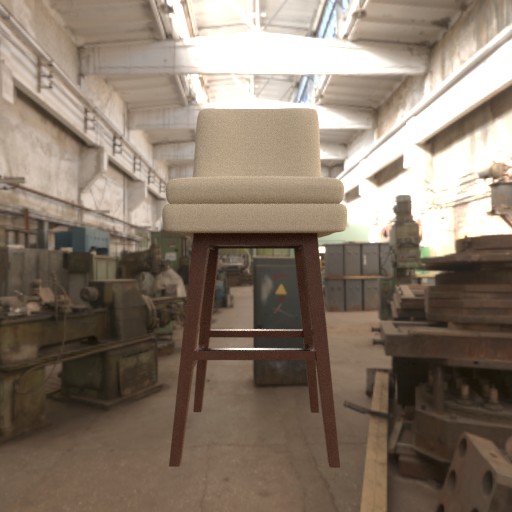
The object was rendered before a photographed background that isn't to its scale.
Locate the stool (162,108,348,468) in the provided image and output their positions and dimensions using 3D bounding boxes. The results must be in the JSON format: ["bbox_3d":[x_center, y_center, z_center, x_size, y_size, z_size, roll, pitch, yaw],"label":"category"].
[{"bbox_3d":[0.000,0.000,1.386,0.483,1.093,0.559,0,-1,1],"label":"stool"}]
